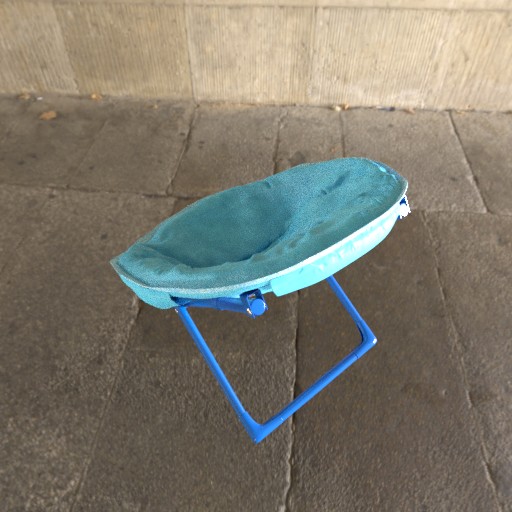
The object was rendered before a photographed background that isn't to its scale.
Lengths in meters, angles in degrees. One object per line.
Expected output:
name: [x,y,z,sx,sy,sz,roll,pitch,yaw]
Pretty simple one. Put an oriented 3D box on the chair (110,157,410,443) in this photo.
chair: [0.000,0.000,0.882,0.520,0.478,0.465,-31,54,-26]
